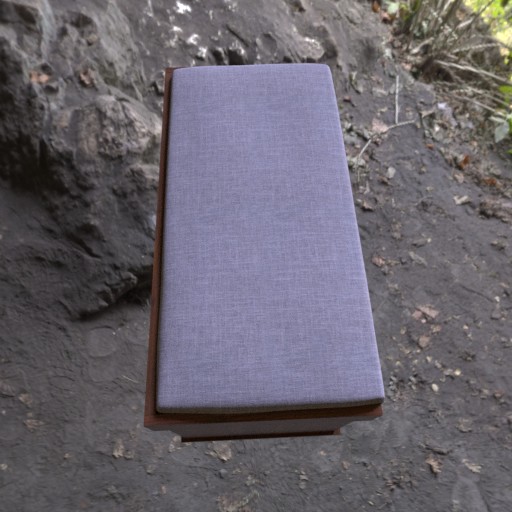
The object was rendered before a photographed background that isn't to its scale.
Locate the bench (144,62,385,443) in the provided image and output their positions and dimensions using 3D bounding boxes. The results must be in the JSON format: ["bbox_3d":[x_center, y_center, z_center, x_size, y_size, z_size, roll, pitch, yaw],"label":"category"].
[{"bbox_3d":[0.000,0.000,0.989,0.362,0.461,0.734,-2,64,-1],"label":"bench"}]
